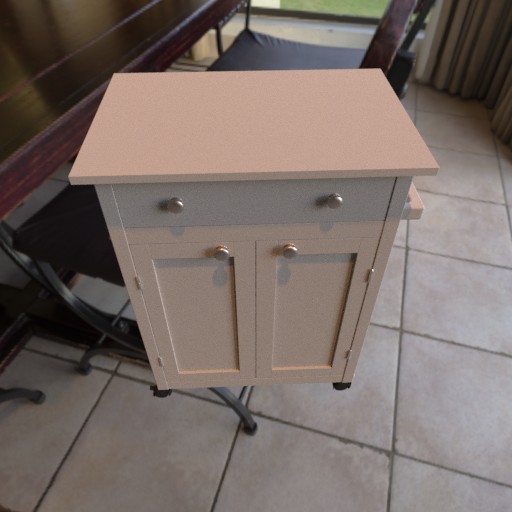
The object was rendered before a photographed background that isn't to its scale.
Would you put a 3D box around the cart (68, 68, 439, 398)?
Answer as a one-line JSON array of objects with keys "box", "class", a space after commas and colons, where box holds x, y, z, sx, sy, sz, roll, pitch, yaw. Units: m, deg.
[{"box": [0.000, 0.000, 1.253, 0.683, 0.864, 0.442, -2, 45, -2], "class": "cart"}]
